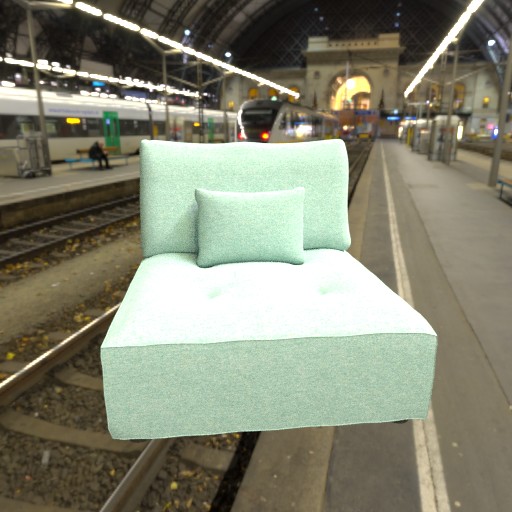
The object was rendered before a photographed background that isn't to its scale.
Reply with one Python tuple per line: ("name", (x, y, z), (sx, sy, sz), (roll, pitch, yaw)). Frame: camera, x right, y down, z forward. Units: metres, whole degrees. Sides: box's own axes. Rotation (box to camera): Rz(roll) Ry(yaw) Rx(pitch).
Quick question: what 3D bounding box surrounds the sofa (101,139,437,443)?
("sofa", (0.000, 0.000, 1.646), (0.930, 0.820, 1.000), (-2, 16, -6))
